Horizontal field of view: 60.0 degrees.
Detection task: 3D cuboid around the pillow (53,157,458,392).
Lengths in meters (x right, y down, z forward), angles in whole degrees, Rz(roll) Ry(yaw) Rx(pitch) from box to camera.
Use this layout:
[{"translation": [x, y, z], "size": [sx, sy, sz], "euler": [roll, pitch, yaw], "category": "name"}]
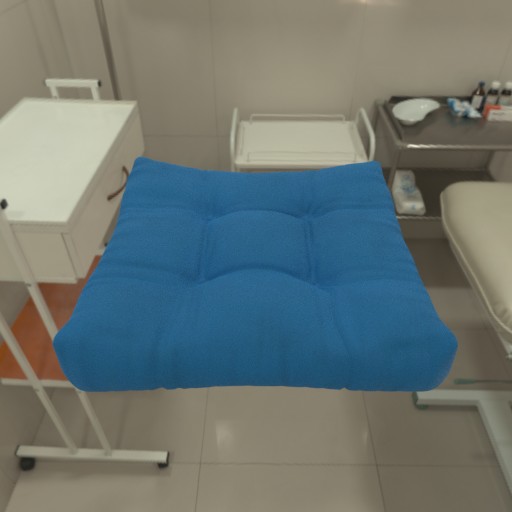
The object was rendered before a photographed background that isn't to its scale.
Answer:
[{"translation": [0.000, 0.000, 0.713], "size": [0.490, 0.128, 0.468], "euler": [0, 41, 0], "category": "pillow"}]
